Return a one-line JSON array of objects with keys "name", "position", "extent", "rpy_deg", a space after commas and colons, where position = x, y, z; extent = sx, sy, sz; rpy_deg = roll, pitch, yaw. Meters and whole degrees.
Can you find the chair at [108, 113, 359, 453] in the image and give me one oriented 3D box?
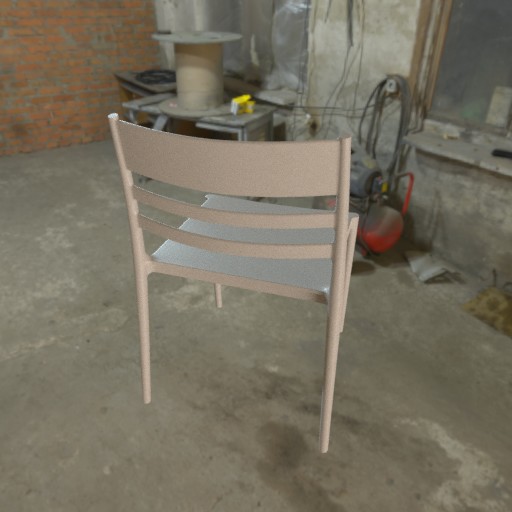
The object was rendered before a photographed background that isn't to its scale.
[{"name": "chair", "position": [0.000, 0.000, 1.180], "extent": [0.531, 0.800, 0.511], "rpy_deg": [9, 32, 15]}]
